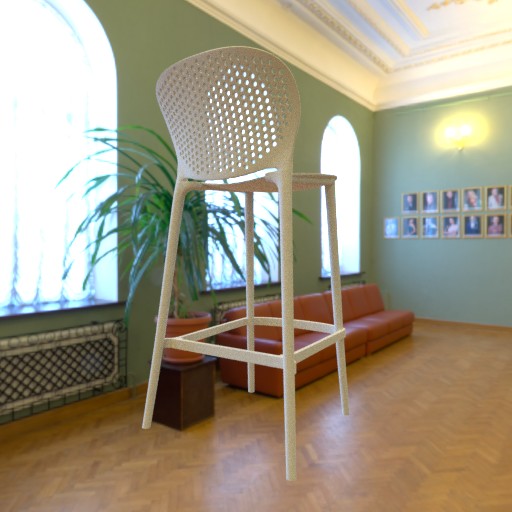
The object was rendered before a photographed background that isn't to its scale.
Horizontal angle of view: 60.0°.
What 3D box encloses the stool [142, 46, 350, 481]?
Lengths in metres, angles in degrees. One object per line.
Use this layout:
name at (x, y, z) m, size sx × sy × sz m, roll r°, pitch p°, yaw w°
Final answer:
stool at (0.000, 0.000, 1.360) m, size 0.536 × 1.045 × 0.535 m, roll 1°, pitch 1°, yaw 36°
